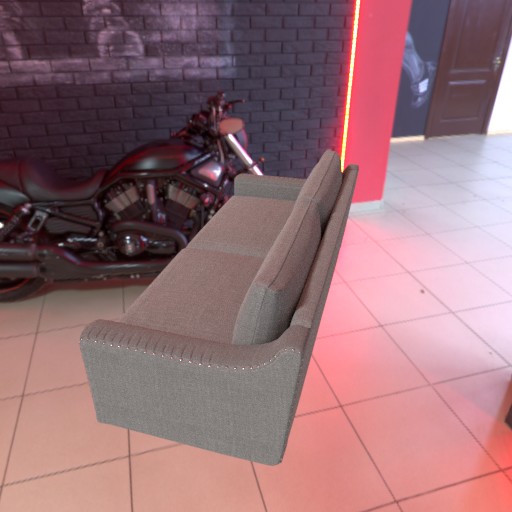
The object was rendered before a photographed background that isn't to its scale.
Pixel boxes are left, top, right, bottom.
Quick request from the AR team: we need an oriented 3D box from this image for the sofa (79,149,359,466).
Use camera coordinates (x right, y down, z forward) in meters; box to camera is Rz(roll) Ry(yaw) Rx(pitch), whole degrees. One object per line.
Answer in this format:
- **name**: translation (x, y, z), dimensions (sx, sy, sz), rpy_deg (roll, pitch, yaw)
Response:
- **sofa**: translation (0.000, 0.000, 2.723), dimensions (1.000, 0.857, 2.208), rpy_deg (8, 30, 14)
